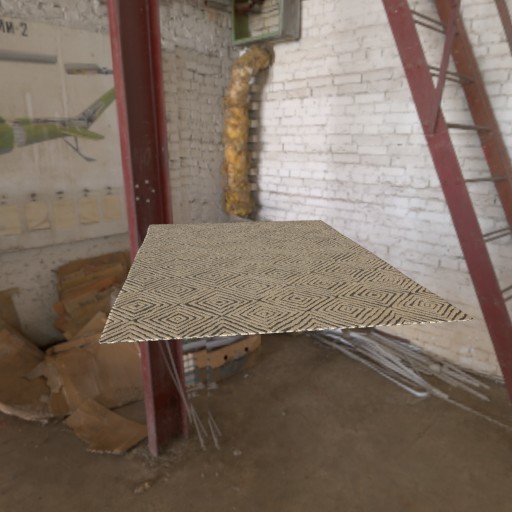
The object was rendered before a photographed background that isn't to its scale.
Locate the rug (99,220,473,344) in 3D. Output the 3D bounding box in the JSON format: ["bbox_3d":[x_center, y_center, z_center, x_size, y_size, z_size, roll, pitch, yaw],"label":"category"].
[{"bbox_3d":[0.000,0.000,2.185,1.177,0.004,1.750,-2,15,-8],"label":"rug"}]
